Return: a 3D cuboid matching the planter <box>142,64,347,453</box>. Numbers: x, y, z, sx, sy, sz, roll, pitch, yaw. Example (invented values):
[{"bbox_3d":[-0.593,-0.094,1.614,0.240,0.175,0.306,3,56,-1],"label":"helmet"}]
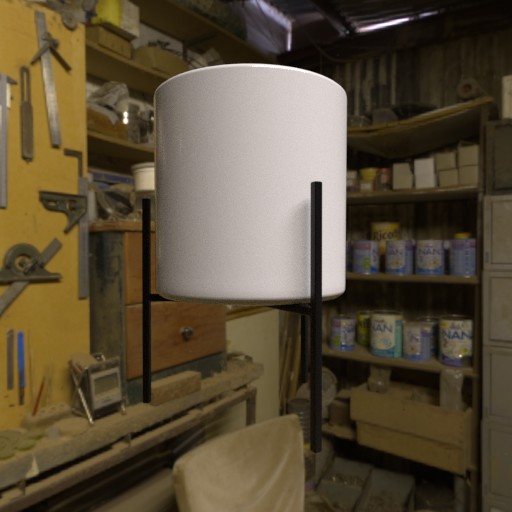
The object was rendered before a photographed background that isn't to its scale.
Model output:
[{"bbox_3d":[0.000,0.000,0.522,0.239,0.356,0.239,1,1,37],"label":"planter"}]
